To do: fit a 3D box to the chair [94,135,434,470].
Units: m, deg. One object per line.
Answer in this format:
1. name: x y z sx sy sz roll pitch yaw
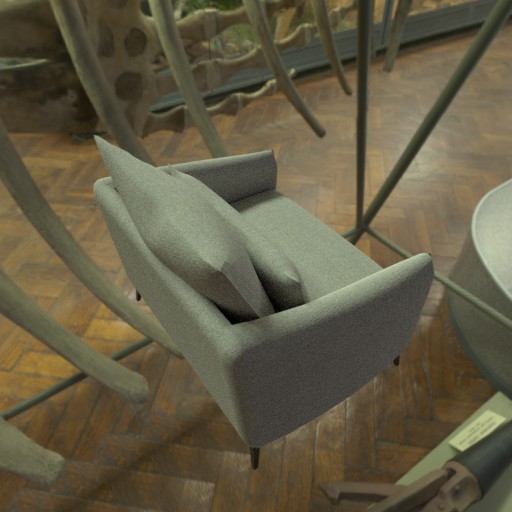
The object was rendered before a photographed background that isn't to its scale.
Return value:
1. chair: 0.000 0.000 1.615 0.801 0.856 1.029 -25 47 -26
